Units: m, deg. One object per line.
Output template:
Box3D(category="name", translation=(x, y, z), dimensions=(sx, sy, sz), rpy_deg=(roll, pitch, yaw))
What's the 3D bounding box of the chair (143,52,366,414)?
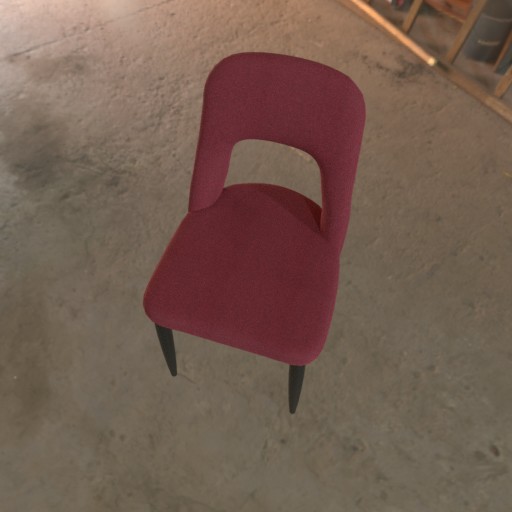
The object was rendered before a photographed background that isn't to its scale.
Box3D(category="chair", translation=(0.000, 0.000, 1.240), dimensions=(0.483, 0.892, 0.569), rpy_deg=(15, 60, 9))
